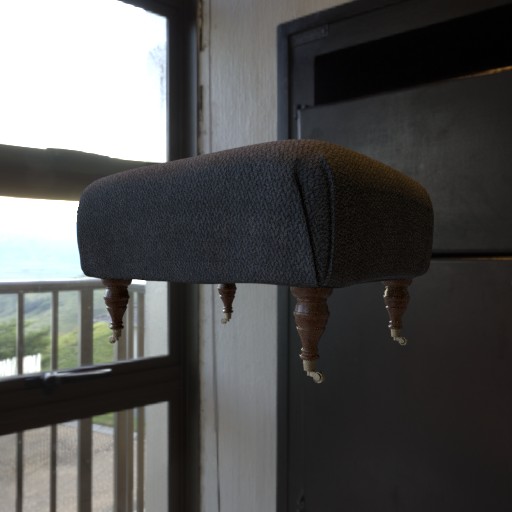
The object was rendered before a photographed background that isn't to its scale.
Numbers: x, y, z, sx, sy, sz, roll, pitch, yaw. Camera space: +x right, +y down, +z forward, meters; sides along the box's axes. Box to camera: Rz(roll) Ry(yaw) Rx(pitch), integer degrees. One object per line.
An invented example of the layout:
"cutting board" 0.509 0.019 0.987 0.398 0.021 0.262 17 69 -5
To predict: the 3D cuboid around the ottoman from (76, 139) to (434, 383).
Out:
"ottoman" 0.000 0.000 1.124 0.747 0.450 0.622 0 -1 37
